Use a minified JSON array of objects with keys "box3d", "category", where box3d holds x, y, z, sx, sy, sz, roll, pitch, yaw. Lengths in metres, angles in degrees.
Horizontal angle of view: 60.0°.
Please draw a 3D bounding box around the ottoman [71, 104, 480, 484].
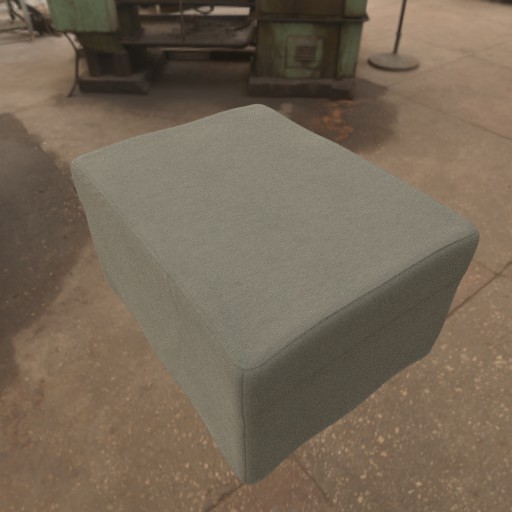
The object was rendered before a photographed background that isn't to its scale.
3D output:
[{"box3d":[0.000,0.000,1.201,0.648,0.461,0.833,-26,48,-26],"category":"ottoman"}]
